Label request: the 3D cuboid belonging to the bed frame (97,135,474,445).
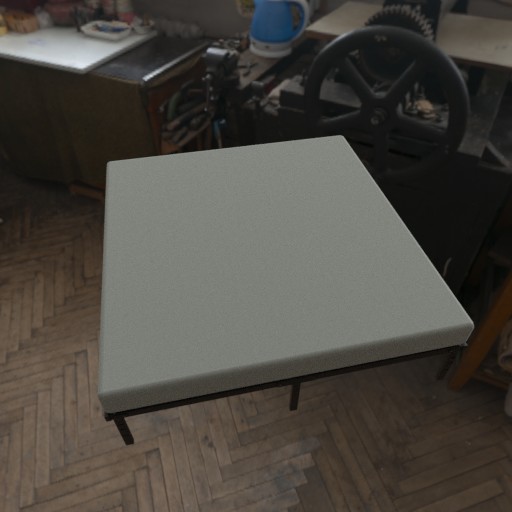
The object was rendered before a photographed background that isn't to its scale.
[{"bbox_3d":[0.000,0.000,3.949,2.526,0.680,2.635,-9,45,-9],"label":"bed frame"}]
